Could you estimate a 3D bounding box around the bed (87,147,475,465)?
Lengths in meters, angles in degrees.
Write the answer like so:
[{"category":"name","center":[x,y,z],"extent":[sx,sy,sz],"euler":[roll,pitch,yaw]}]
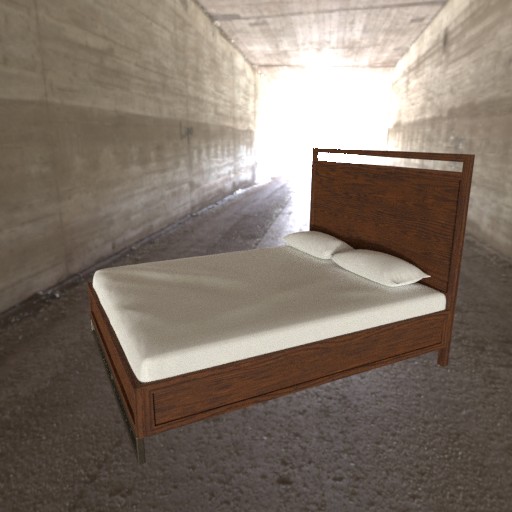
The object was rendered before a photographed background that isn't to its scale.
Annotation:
[{"category":"bed","center":[0.000,0.000,3.276],"extent":[2.218,1.487,1.765],"euler":[-8,17,-26]}]
